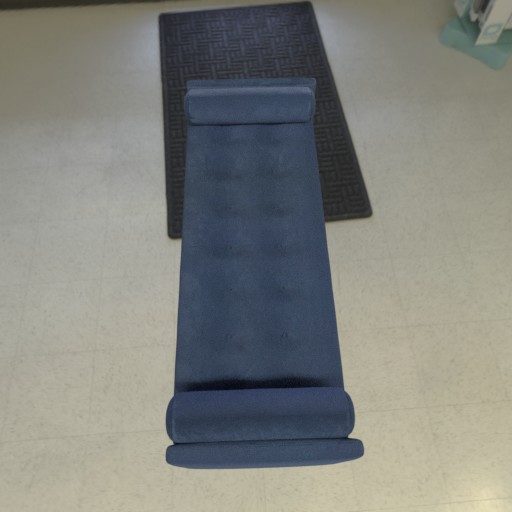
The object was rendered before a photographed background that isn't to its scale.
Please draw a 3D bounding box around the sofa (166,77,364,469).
[{"bbox_3d":[0.000,0.000,2.437,0.796,0.705,2.102,-2,63,-1],"label":"sofa"}]
